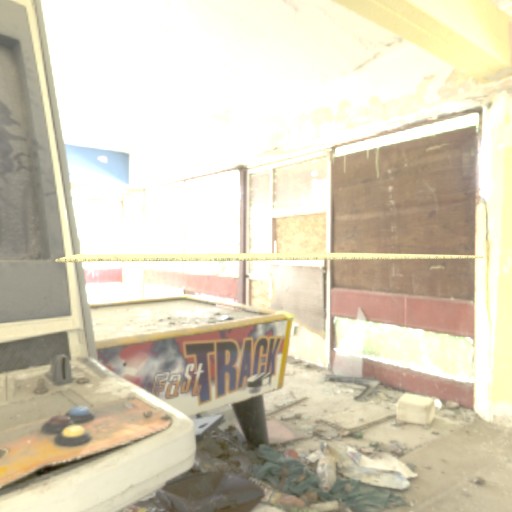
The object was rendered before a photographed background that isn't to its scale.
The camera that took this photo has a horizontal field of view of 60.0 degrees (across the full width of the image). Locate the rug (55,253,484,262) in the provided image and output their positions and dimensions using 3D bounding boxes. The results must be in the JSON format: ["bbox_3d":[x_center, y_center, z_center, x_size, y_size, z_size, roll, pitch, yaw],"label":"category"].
[{"bbox_3d":[0.000,0.000,2.899,2.263,0.017,1.523,0,1,-19],"label":"rug"}]
